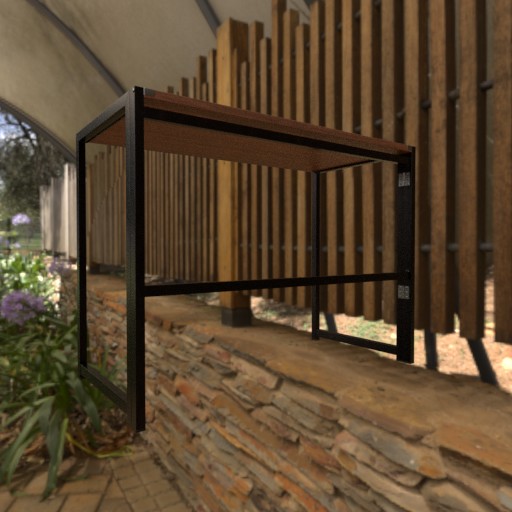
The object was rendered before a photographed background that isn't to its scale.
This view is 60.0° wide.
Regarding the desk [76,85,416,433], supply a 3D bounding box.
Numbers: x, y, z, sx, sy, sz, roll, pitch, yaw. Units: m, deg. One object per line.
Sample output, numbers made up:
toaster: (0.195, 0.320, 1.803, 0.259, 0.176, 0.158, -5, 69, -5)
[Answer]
desk: (0.000, 0.000, 1.470, 1.016, 0.762, 0.508, -1, 1, -36)
